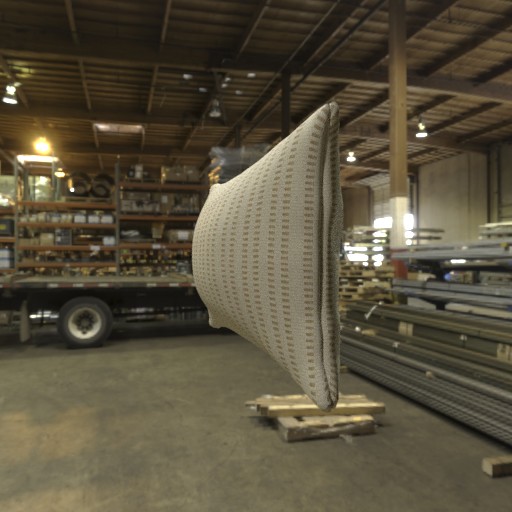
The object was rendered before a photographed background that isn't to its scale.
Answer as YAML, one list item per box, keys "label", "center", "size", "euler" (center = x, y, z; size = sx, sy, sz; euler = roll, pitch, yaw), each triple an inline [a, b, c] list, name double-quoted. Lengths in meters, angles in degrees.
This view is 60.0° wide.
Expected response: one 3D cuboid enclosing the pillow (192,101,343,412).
- label: "pillow"
  center: [0.000, 0.000, 0.803]
  size: [0.210, 0.353, 0.640]
  euler: [0, 0, -17]
